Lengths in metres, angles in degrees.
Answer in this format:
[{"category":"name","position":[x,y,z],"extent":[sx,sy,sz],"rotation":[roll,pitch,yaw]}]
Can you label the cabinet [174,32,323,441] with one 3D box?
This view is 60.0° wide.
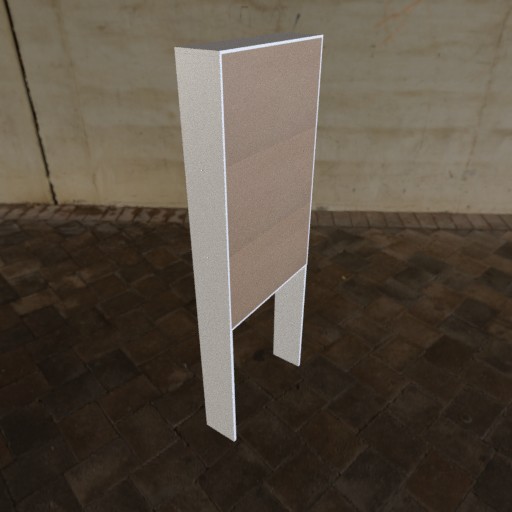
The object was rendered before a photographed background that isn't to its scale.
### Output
[{"category":"cabinet","position":[0.000,0.000,2.012],"extent":[0.192,1.770,0.643],"rotation":[20,36,29]}]
